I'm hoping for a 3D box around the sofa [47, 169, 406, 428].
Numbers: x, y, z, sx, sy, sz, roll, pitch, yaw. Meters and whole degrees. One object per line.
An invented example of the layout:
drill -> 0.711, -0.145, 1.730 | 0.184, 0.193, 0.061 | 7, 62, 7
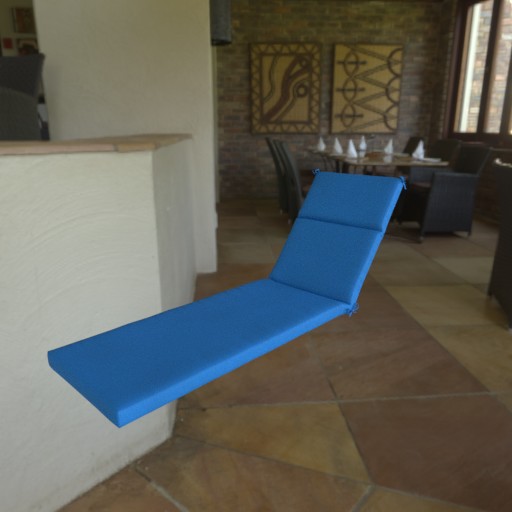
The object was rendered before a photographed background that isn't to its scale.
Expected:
sofa -> 0.000, 0.000, 1.933 | 0.582, 0.622, 1.663 | 15, 22, 42
